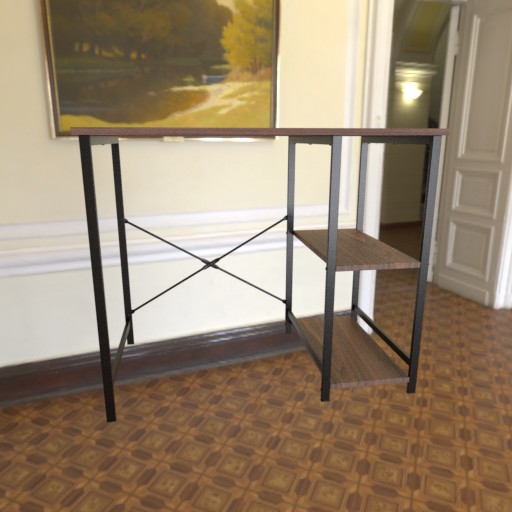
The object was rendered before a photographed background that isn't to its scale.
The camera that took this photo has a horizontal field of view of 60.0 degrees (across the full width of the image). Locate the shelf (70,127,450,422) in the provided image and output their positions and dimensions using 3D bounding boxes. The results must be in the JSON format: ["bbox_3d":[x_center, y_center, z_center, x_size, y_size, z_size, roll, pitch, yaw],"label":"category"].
[{"bbox_3d":[0.000,0.000,1.370,0.902,0.750,0.498,-2,15,-9],"label":"shelf"}]
